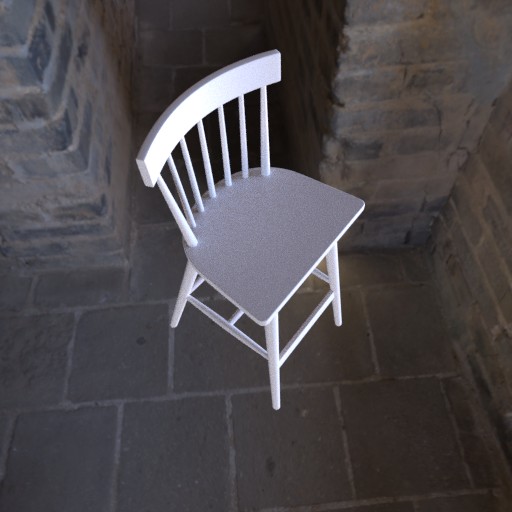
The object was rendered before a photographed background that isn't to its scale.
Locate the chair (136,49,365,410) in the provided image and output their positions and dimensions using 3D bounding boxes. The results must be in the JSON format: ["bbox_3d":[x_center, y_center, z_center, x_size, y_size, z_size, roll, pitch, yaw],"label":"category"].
[{"bbox_3d":[0.000,0.000,1.417,0.572,1.092,0.483,34,64,19],"label":"chair"}]
